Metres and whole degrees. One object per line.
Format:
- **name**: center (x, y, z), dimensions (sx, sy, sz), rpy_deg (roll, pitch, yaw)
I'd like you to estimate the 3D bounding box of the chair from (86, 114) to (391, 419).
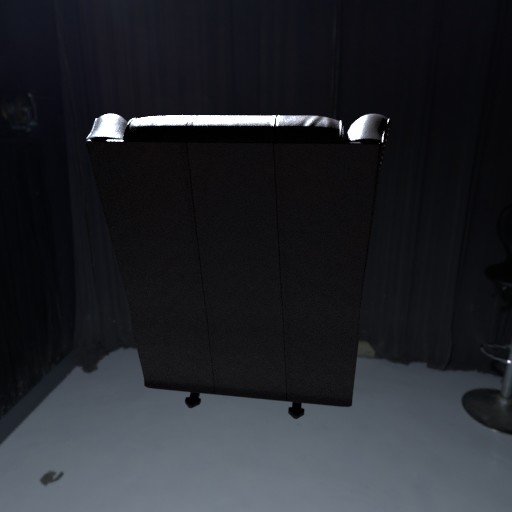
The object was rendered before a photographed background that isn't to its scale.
- **chair**: center (0.000, 0.000, 1.783), dimensions (0.869, 1.084, 1.008), rpy_deg (3, 18, 9)
